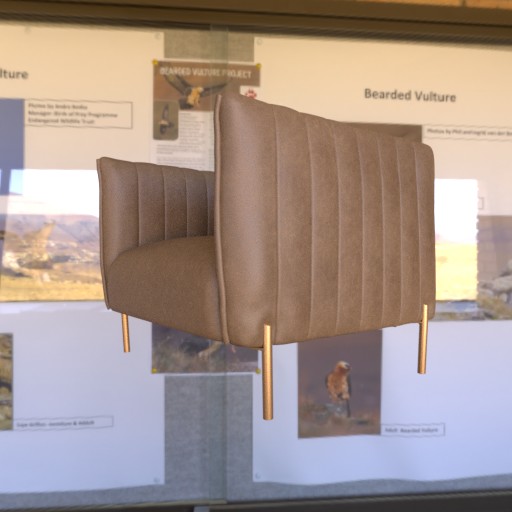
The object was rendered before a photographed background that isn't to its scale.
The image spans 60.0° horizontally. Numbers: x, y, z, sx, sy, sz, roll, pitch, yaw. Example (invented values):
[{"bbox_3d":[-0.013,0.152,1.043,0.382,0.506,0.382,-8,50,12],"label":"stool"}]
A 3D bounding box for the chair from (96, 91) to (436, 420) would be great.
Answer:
[{"bbox_3d":[0.000,0.000,1.612,0.876,0.779,0.981,0,0,-37],"label":"chair"}]
